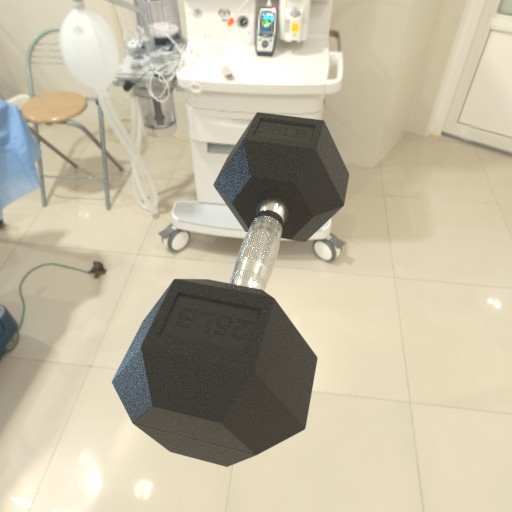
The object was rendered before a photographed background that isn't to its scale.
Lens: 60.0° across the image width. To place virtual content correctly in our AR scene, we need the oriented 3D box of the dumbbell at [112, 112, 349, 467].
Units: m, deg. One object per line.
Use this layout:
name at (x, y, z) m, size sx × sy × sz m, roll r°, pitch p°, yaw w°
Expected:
dumbbell at (0.000, 0.000, 0.373) m, size 0.129 × 0.113 × 0.315 m, roll 10°, pitch 47°, yaw 10°
